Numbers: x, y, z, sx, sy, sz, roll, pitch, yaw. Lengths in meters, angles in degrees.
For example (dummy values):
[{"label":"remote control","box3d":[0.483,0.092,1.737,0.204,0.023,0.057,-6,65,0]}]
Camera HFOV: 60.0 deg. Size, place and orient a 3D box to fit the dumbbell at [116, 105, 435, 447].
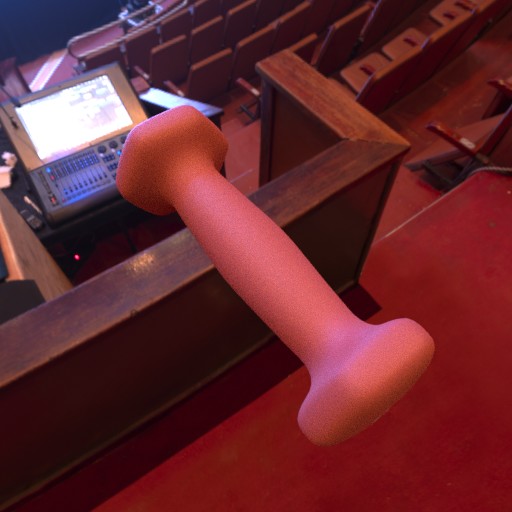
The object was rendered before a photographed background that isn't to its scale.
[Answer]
[{"label":"dumbbell","box3d":[0.000,0.000,0.148,0.047,0.043,0.123,-32,63,-19]}]
